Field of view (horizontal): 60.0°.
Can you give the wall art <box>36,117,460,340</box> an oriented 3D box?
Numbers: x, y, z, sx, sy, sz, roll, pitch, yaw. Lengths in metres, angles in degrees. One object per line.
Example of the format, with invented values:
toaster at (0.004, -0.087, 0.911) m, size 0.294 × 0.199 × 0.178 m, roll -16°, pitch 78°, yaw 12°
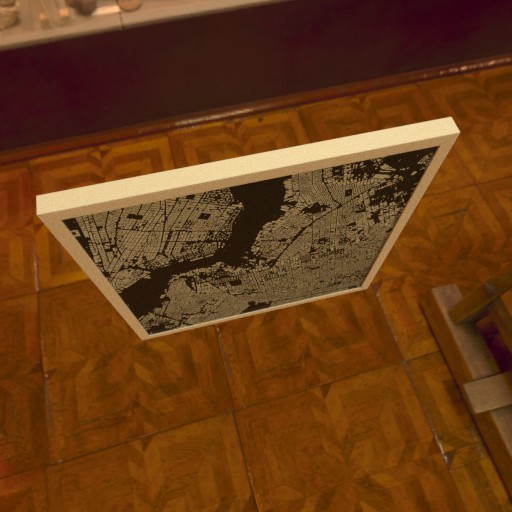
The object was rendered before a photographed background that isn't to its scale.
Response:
wall art at (0.000, 0.000, 1.126) m, size 0.761 × 0.762 × 0.050 m, roll -12°, pitch 64°, yaw -6°
